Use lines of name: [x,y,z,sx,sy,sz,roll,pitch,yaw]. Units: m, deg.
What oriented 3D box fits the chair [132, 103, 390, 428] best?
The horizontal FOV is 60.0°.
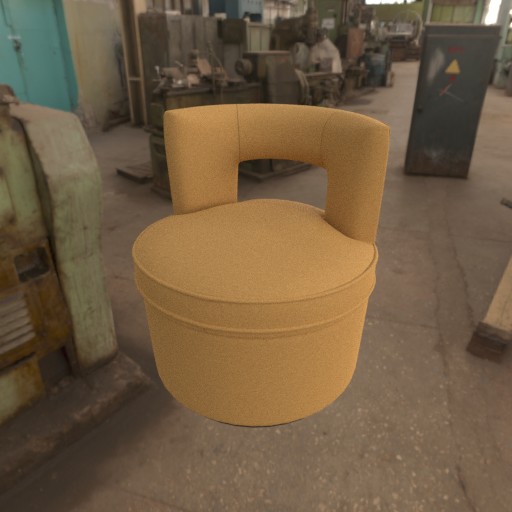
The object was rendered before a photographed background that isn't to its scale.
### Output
chair: [0.000,0.000,1.227,0.650,0.723,0.665,9,29,18]
